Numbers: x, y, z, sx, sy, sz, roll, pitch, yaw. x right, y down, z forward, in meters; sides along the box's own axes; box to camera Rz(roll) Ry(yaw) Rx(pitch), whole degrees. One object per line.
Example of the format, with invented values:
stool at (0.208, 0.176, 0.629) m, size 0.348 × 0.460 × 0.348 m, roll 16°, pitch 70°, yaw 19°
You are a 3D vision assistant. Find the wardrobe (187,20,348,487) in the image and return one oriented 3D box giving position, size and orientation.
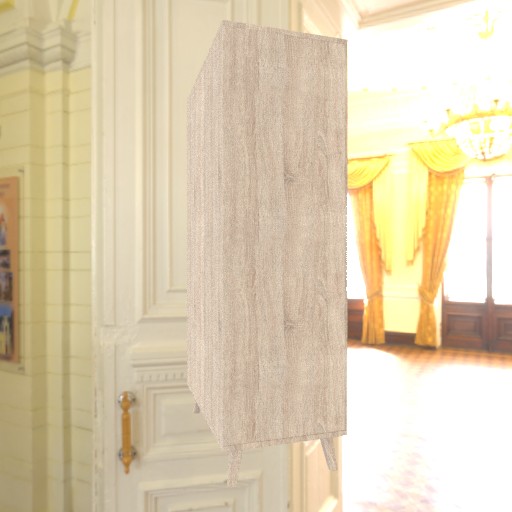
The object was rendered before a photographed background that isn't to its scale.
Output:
wardrobe at (0.000, 0.000, 2.403) m, size 0.600 × 1.960 × 1.000 m, roll 0°, pitch 0°, yaw -17°
